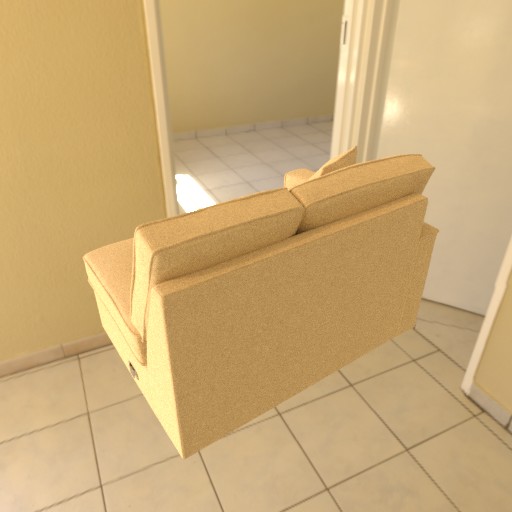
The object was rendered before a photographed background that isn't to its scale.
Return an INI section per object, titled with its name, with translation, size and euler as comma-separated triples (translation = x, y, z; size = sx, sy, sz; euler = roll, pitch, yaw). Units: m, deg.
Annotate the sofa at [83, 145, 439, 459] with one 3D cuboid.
[sofa]
translation = 0.000, 0.000, 2.107
size = 1.388, 0.989, 0.991
euler = -20, 37, -29
